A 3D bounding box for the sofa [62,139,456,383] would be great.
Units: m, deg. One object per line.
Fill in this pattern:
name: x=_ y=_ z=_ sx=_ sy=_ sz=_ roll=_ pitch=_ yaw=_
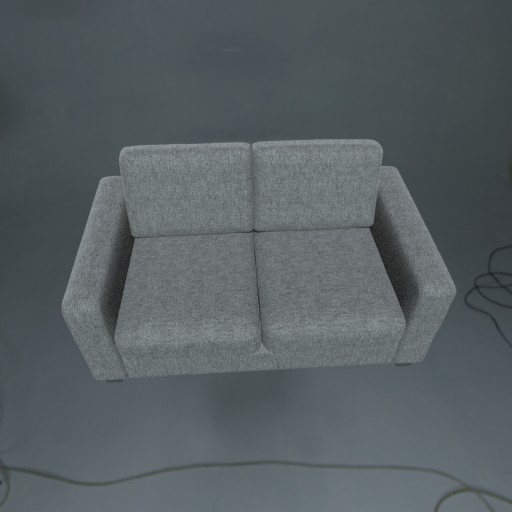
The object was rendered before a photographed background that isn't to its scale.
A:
sofa: x=0.000 y=0.000 z=2.055 sx=1.520 sy=0.800 sz=0.900 roll=-3 pitch=45 yaw=-3
